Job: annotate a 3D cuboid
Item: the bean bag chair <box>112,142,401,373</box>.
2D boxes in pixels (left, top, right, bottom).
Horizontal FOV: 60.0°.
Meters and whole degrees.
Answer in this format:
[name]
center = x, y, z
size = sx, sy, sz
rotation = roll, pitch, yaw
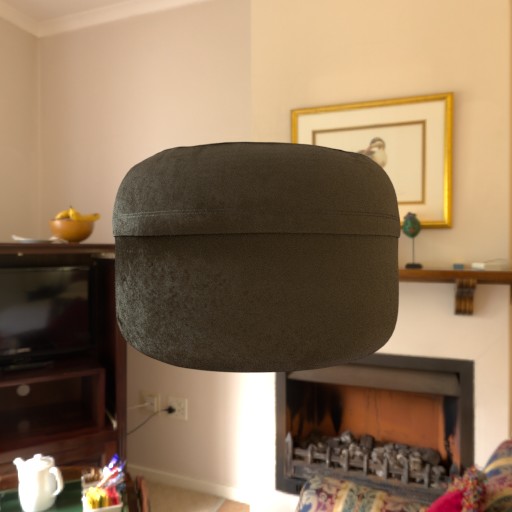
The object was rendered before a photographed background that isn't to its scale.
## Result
[bean bag chair]
center = 0.000, 0.000, 1.486
size = 0.918, 0.605, 0.918
rotation = 0, 0, 0
